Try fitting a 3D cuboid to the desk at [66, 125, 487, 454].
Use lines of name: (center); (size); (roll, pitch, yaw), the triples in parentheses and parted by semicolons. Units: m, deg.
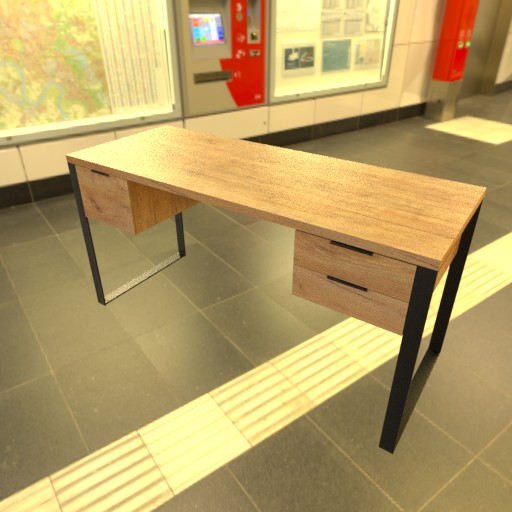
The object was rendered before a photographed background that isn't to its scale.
desk: (0.000, 0.000, 1.879); (1.520, 0.760, 0.600); (19, 35, 29)
